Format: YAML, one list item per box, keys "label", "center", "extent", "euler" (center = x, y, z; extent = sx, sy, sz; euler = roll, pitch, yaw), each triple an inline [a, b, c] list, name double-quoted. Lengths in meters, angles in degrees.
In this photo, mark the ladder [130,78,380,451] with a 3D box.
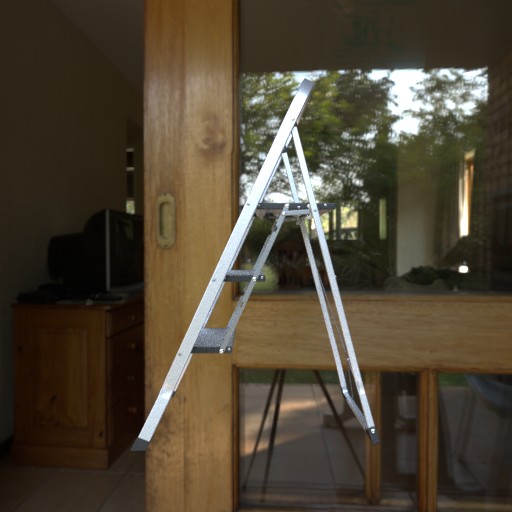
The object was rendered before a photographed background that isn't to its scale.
- label: "ladder"
  center: [0.000, 0.000, 1.452]
  extent: [0.704, 1.070, 0.465]
  euler: [0, 1, -1]
